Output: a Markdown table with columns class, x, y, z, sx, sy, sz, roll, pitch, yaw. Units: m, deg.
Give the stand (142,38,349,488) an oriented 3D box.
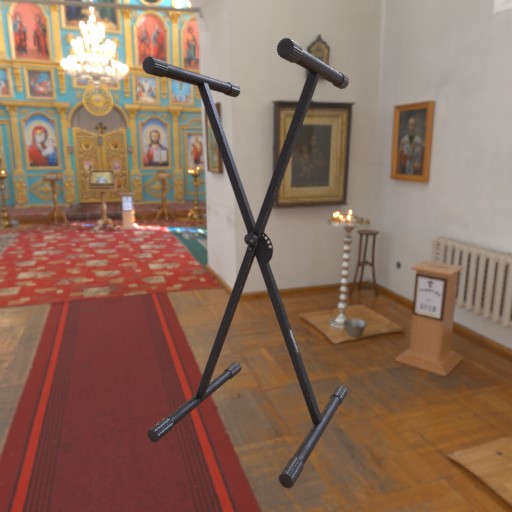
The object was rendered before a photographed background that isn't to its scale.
| class | x | y | z | sx | sy | sz | roll | pitch | yaw |
| --- | --- | --- | --- | --- | --- | --- | --- | --- | --- |
| stand | 0.000 | 0.000 | 1.171 | 0.409 | 0.940 | 0.449 | 6 | 13 | 26 |
